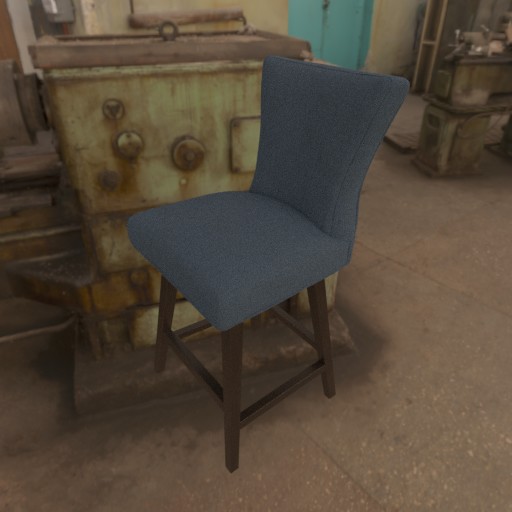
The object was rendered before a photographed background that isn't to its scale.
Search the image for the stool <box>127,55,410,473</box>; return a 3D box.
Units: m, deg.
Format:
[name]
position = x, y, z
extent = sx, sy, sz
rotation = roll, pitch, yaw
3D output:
[stool]
position = 0.000, 0.000, 1.294
extent = 0.574, 1.000, 0.514
rotation = -21, 37, -31
